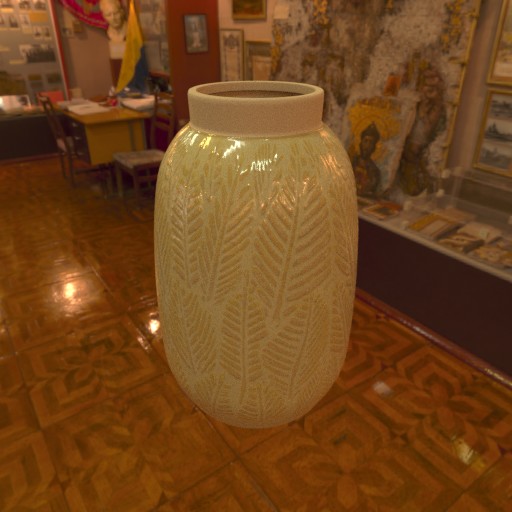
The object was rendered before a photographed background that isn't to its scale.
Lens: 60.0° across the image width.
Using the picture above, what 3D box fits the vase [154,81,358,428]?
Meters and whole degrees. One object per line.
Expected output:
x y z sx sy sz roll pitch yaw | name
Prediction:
0.000 0.000 0.379 0.172 0.270 0.172 0 28 0 | vase
